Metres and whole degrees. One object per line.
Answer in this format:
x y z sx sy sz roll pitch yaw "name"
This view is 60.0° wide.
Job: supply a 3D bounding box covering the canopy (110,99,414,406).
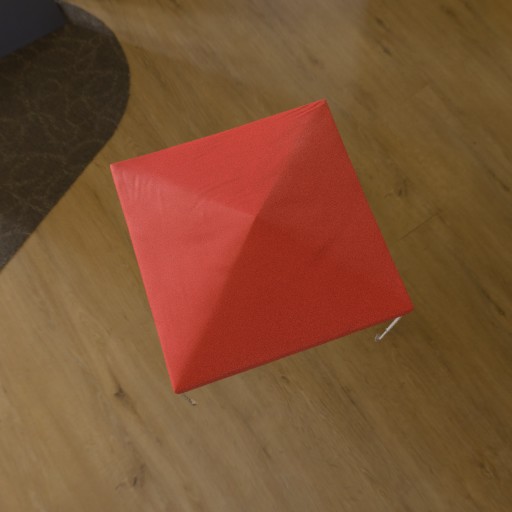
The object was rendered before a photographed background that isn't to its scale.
0.000 0.000 6.580 3.600 3.600 3.599 -18 77 -4 "canopy"
